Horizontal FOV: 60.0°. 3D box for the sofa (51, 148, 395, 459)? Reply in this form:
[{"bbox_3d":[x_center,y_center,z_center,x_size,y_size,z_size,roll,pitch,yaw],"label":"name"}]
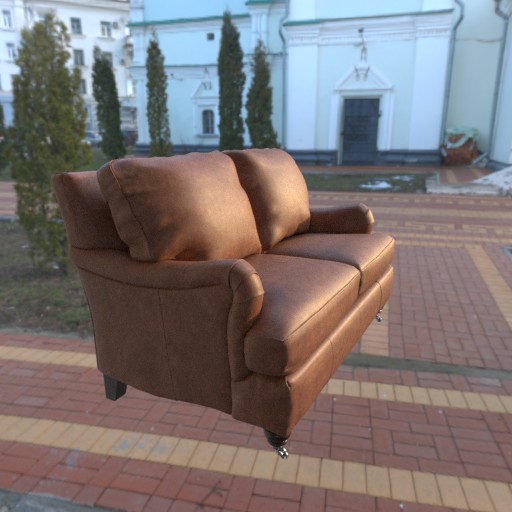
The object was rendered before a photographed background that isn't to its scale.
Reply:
[{"bbox_3d":[0.000,0.000,2.174,1.077,1.004,1.527,8,17,28],"label":"sofa"}]
